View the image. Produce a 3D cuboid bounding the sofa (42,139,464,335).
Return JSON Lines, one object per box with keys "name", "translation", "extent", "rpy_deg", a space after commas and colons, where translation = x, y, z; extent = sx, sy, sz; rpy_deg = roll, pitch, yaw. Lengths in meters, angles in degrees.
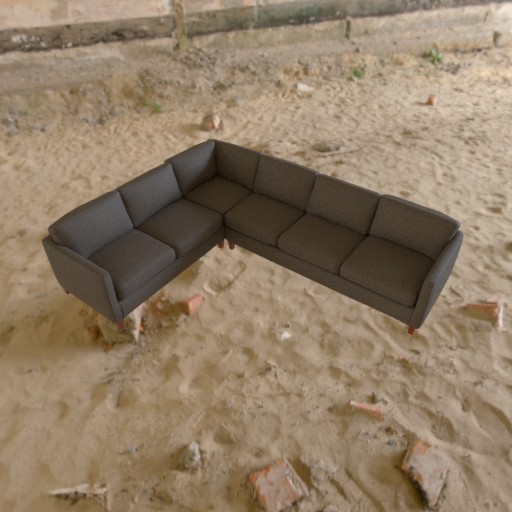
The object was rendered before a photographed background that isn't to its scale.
{"name": "sofa", "translation": [0.000, 0.000, 4.453], "extent": [3.302, 0.947, 2.593], "rpy_deg": [25, 46, 27]}
